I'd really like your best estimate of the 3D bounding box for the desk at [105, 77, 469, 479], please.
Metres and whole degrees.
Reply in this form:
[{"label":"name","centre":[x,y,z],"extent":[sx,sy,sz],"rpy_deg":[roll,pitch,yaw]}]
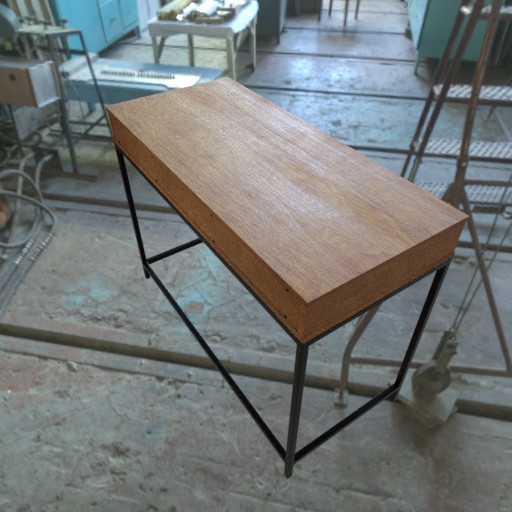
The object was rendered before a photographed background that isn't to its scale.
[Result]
[{"label":"desk","centre":[0.000,0.000,1.448],"extent":[0.470,0.762,1.016],"rpy_deg":[-24,47,-25]}]
